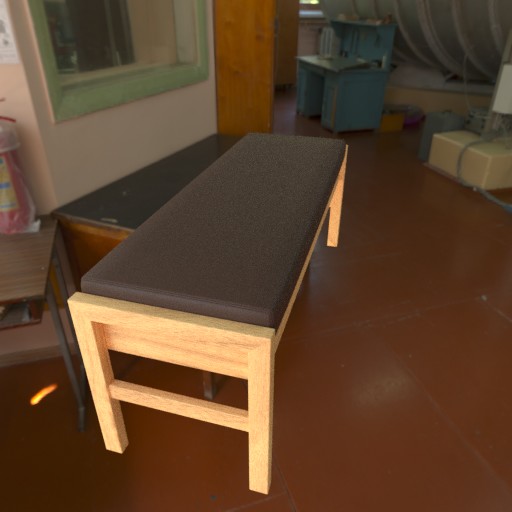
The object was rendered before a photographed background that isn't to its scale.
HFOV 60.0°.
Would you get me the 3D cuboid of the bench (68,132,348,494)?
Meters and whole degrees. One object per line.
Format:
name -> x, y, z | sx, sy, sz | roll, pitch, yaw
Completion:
bench -> 0.000, 0.000, 1.401 | 0.405, 0.480, 1.200 | 8, 31, 14
